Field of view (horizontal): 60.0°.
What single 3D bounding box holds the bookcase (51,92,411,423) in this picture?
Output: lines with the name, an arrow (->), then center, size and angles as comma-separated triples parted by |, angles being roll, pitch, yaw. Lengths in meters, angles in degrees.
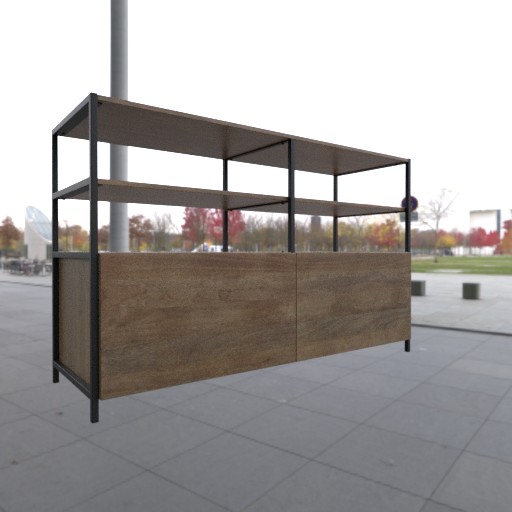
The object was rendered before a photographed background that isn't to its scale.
bookcase -> 0.000, 0.000, 1.439 | 1.149, 0.712, 0.391 | 0, 1, -37
